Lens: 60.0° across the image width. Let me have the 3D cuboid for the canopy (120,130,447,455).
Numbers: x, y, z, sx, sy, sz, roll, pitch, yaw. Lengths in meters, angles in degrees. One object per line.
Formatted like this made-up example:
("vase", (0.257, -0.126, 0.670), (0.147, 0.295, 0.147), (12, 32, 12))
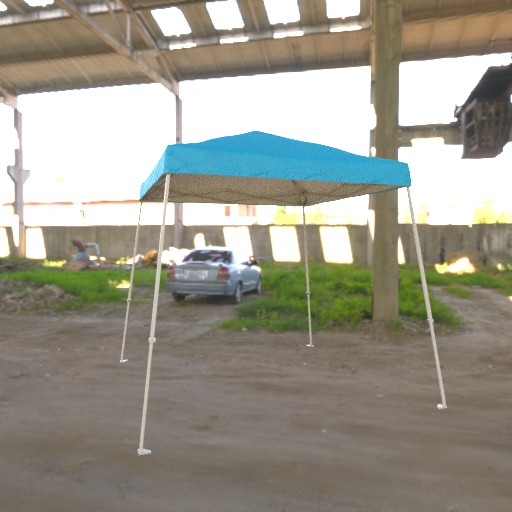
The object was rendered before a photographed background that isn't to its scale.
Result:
("canopy", (0.000, 0.000, 6.377), (3.599, 3.600, 3.600), (0, 1, -20))
